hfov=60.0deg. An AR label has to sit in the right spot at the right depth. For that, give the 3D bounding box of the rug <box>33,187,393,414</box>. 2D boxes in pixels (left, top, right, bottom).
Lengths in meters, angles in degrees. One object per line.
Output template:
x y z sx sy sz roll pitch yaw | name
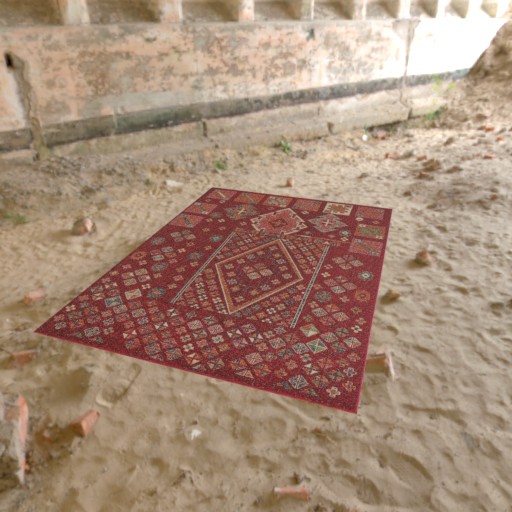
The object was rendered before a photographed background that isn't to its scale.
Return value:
0.000 0.000 4.338 2.389 0.011 3.306 9 30 16 | rug
